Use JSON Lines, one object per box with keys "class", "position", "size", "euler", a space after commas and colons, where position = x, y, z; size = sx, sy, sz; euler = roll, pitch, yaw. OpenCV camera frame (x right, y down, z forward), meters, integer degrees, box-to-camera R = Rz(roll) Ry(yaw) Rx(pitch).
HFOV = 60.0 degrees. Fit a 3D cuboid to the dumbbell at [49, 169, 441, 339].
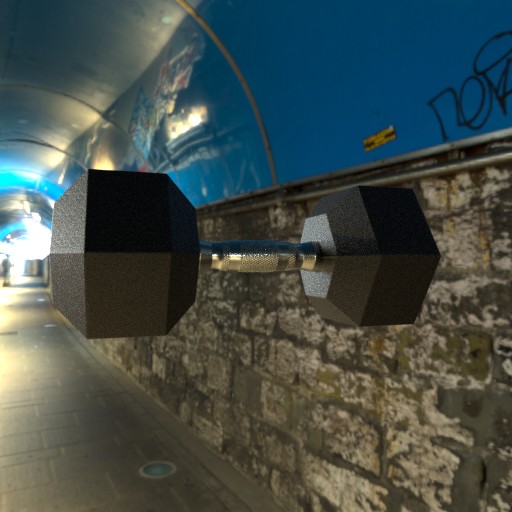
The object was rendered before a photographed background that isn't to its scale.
{"class": "dumbbell", "position": [0.000, 0.000, 0.437], "size": [0.361, 0.137, 0.157], "euler": [0, -1, -17]}
